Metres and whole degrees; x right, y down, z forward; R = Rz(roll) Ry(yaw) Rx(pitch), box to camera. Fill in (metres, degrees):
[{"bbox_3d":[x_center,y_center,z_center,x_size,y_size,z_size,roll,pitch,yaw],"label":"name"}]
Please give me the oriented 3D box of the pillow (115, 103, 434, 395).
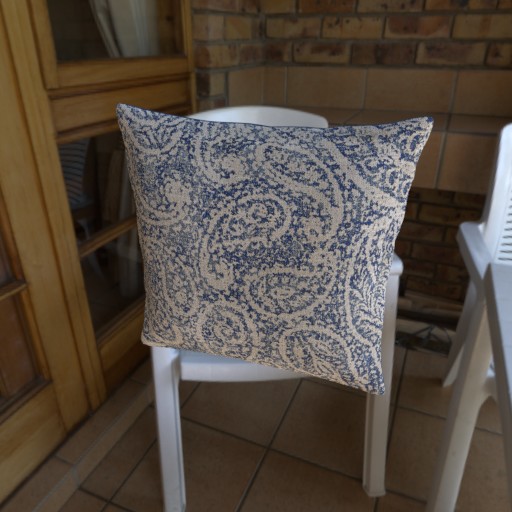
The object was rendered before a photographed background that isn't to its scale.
[{"bbox_3d":[0.000,0.000,0.804,0.523,0.510,0.166,8,27,15],"label":"pillow"}]
